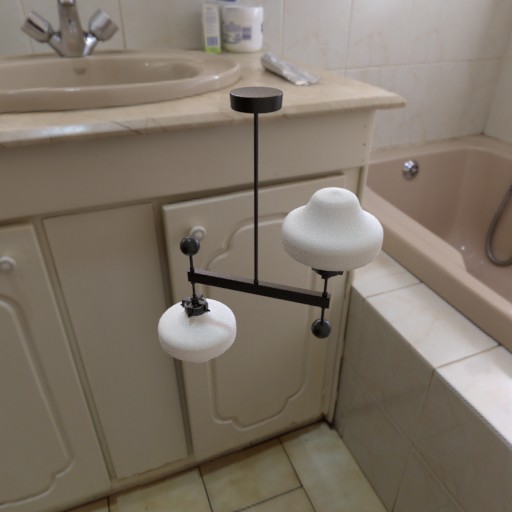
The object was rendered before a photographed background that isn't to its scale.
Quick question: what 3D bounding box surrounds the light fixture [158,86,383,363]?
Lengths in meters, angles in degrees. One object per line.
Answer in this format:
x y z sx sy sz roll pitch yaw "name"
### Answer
0.000 0.000 1.049 0.489 0.743 0.422 -10 33 -16 "light fixture"
